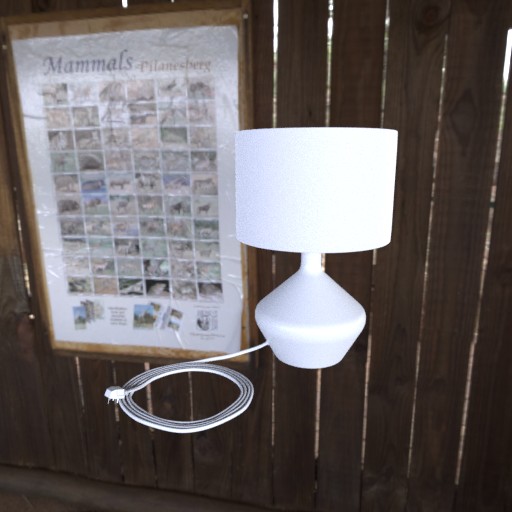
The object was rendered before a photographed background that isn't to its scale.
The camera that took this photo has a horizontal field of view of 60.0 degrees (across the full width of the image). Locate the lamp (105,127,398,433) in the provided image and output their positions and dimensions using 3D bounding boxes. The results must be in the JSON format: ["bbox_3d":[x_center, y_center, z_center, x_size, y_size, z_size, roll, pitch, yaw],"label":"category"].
[{"bbox_3d":[0.000,0.000,0.838,0.546,0.457,0.401,-2,13,-8],"label":"lamp"}]
